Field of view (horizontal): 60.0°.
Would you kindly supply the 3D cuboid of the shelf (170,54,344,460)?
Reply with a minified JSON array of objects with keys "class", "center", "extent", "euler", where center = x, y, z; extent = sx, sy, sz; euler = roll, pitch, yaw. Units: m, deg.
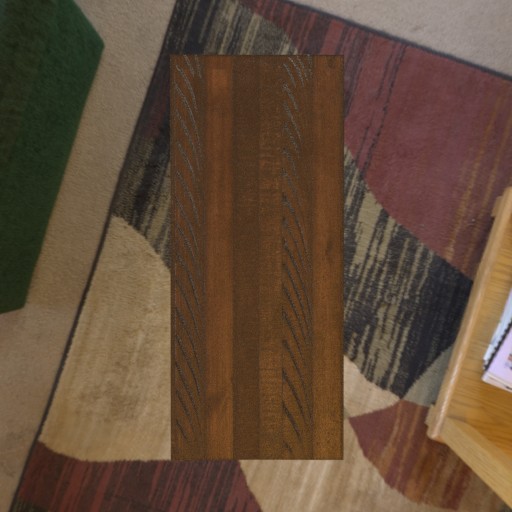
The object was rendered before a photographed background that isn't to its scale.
[{"class":"shelf","center":[0.000,0.000,1.372],"extent":[0.352,0.947,0.822],"euler":[0,91,0]}]
